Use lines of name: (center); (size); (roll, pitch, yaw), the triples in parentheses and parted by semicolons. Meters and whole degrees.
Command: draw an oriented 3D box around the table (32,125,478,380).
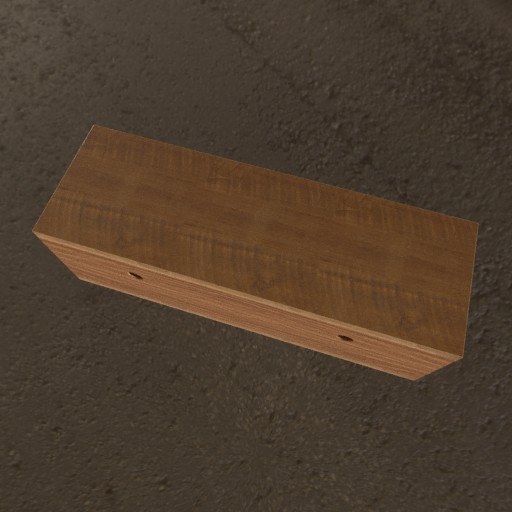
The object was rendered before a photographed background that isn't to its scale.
table: (0.000, 0.000, 1.789); (1.499, 0.491, 0.499); (16, 67, 7)
